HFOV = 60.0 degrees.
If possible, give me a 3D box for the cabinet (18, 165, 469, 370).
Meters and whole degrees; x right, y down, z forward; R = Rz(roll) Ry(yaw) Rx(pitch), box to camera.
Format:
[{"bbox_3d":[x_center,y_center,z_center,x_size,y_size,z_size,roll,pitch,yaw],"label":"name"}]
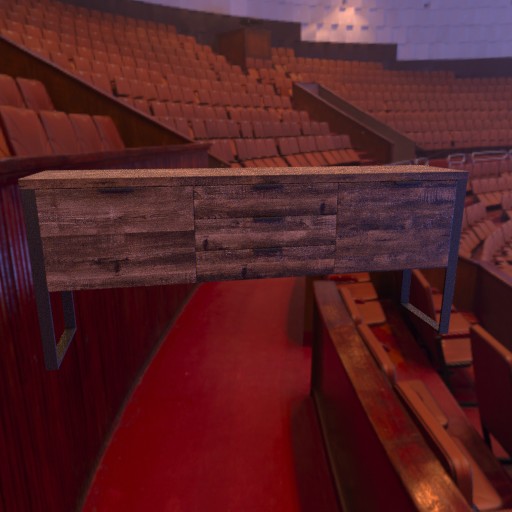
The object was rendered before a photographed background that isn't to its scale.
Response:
[{"bbox_3d":[0.000,0.000,2.020,1.800,0.762,0.395,-3,16,-11],"label":"cabinet"}]
